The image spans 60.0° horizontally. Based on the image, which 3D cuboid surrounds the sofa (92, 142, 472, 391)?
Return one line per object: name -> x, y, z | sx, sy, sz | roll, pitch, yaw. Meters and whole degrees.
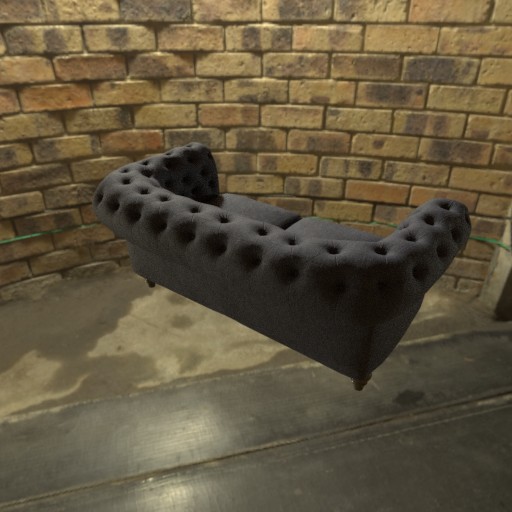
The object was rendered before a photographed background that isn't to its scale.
sofa -> 0.000, 0.000, 2.529 | 1.988, 0.833, 1.082 | 20, 35, 32
